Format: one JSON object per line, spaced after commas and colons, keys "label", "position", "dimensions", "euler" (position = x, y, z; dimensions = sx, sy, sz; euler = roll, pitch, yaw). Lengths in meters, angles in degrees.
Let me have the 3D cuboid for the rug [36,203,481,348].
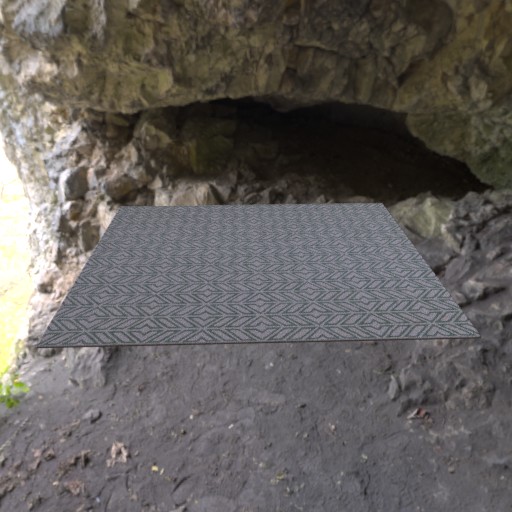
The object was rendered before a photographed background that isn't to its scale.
{"label": "rug", "position": [0.000, 0.000, 4.083], "dimensions": [3.050, 0.017, 2.441], "euler": [-1, 29, -2]}
